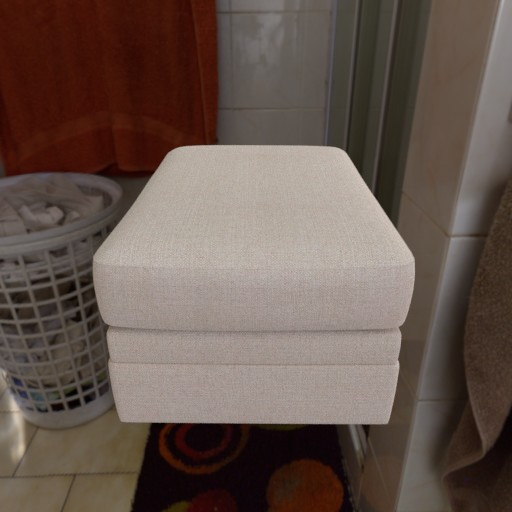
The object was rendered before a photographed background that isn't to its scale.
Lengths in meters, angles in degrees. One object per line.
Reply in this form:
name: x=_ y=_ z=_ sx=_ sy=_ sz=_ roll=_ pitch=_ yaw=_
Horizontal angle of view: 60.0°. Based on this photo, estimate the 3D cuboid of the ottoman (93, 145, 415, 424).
ottoman: x=0.000 y=0.000 z=1.276 sx=0.637 sy=0.478 sz=0.885 roll=0 pitch=27 yaw=1
